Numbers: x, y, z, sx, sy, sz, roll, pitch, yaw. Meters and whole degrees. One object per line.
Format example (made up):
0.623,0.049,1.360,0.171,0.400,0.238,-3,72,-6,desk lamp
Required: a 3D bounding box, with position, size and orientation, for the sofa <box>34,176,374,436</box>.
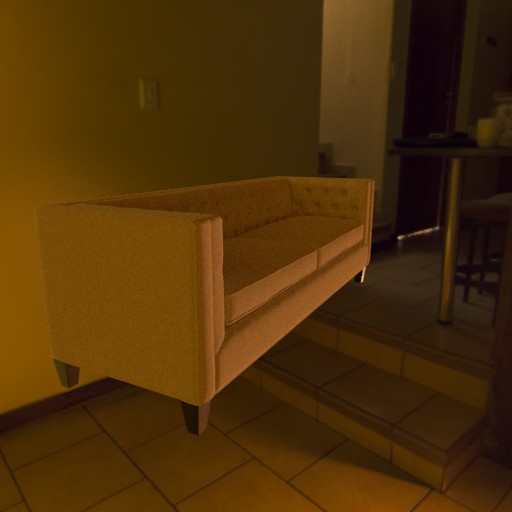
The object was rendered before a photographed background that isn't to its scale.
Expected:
0.000,0.000,2.508,0.775,0.762,2.159,7,15,28,sofa
